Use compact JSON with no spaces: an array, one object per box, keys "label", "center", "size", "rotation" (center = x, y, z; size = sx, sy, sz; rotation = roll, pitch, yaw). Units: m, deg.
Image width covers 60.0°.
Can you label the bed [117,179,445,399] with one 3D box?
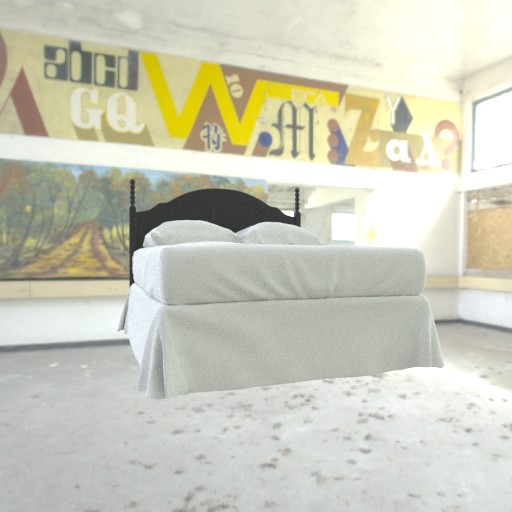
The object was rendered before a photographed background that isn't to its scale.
[{"label":"bed","center":[0.000,0.000,3.262],"size":[1.873,1.356,2.040],"rotation":[0,0,-20]}]
